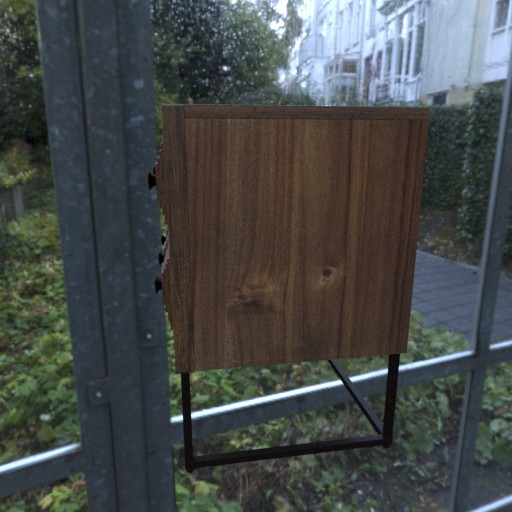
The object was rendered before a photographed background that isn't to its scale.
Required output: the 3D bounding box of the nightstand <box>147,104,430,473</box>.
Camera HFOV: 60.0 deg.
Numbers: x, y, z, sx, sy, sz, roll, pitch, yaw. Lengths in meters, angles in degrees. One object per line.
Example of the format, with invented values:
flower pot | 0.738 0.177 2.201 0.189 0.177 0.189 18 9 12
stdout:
nightstand | 0.000 0.000 1.009 0.437 0.610 0.610 -3 15 -10
